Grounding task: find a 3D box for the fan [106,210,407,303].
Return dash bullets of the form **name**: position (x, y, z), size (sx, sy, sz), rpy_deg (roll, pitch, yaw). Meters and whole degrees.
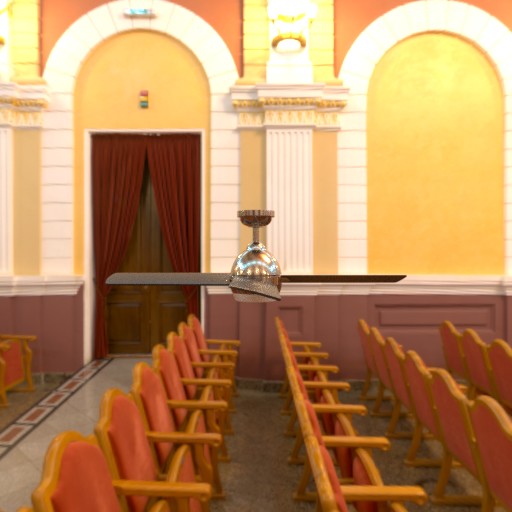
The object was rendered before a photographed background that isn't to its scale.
- **fan**: position (0.000, 0.000, 2.003), size (1.332, 0.403, 1.332), rpy_deg (0, 1, 0)
